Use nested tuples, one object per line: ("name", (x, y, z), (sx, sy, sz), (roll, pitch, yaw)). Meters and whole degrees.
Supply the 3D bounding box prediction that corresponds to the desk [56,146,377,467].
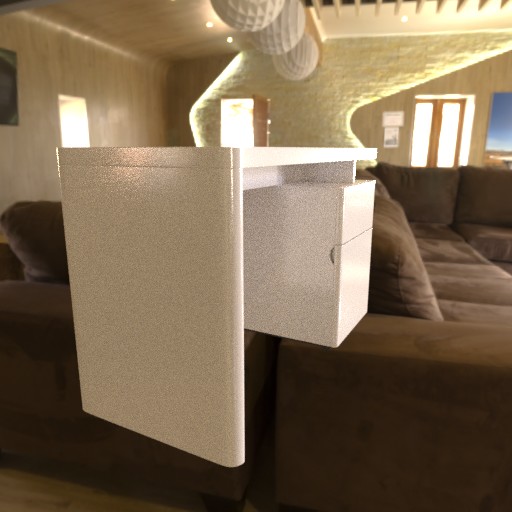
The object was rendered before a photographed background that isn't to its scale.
("desk", (0.000, 0.000, 1.603), (0.550, 0.760, 1.200), (7, 15, 28))
